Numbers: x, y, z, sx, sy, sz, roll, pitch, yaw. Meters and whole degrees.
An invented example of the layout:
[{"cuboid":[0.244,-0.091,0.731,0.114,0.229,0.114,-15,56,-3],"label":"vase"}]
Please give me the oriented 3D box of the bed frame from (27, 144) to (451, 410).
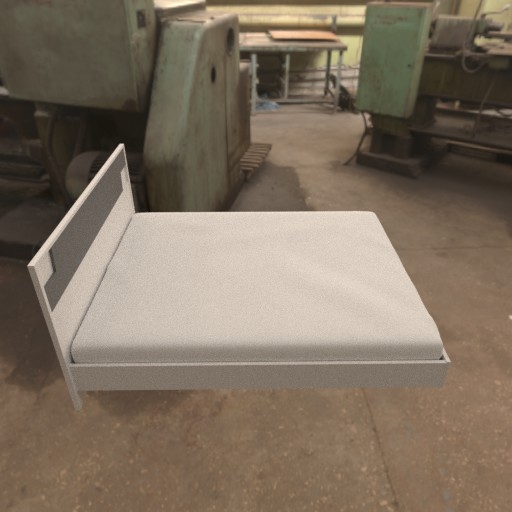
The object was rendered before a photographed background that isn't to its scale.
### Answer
[{"cuboid":[0.000,0.000,3.015,2.100,1.001,1.711,0,33,-1],"label":"bed frame"}]
